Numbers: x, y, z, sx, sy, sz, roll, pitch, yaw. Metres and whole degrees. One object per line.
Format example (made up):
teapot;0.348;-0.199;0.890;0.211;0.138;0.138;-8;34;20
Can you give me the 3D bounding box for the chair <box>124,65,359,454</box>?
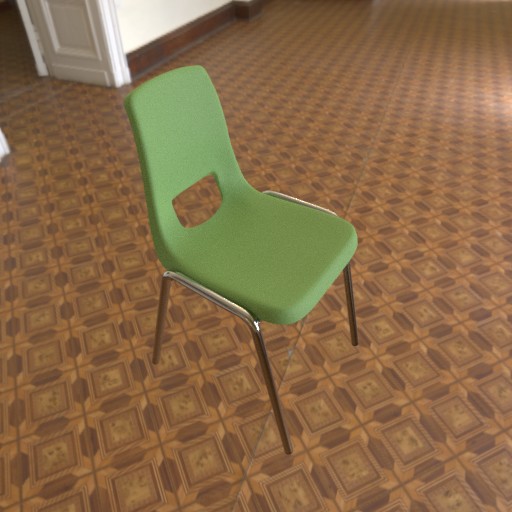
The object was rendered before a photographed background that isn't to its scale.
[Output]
chair;0.000;0.000;0.970;0.436;0.704;0.381;23;46;25
